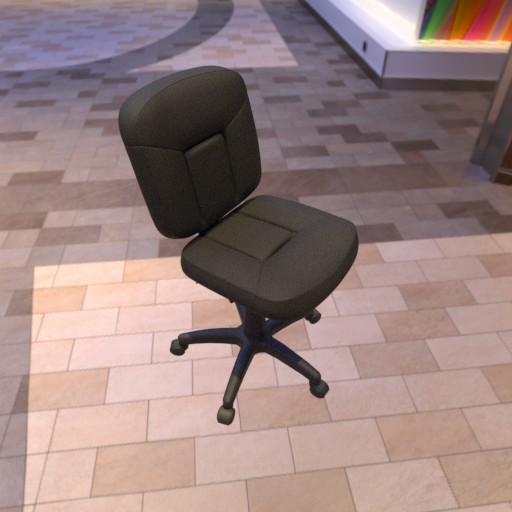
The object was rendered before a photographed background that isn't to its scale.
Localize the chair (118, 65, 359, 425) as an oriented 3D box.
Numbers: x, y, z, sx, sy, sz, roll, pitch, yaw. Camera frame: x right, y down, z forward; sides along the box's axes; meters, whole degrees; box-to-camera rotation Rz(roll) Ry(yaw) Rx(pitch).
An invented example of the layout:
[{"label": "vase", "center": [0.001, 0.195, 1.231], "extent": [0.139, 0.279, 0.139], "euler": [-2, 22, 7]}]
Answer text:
[{"label": "chair", "center": [0.000, 0.000, 1.357], "extent": [0.610, 0.972, 0.610], "euler": [26, 47, 27]}]
